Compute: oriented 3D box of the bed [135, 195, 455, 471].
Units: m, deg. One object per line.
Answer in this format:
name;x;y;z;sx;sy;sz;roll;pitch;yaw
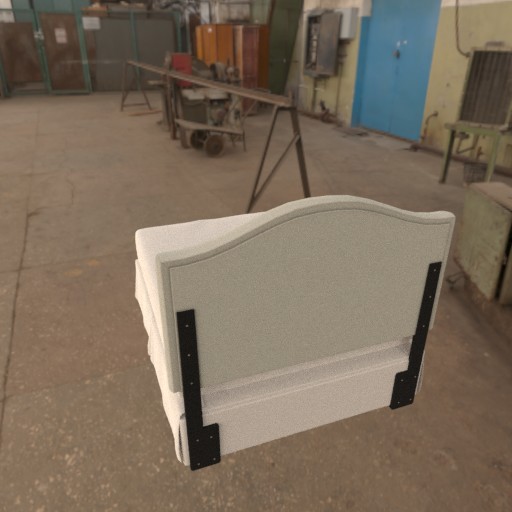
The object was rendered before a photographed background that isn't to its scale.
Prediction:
bed;0.000;0.000;3.476;1.813;1.607;2.180;-9;28;-18
